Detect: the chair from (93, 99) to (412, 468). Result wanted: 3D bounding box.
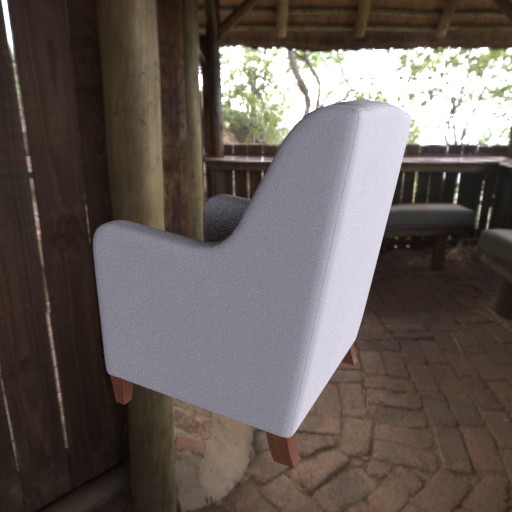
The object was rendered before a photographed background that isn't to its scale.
[{"bbox_3d":[0.000,0.000,1.551,0.863,1.010,0.715,8,18,26],"label":"chair"}]
